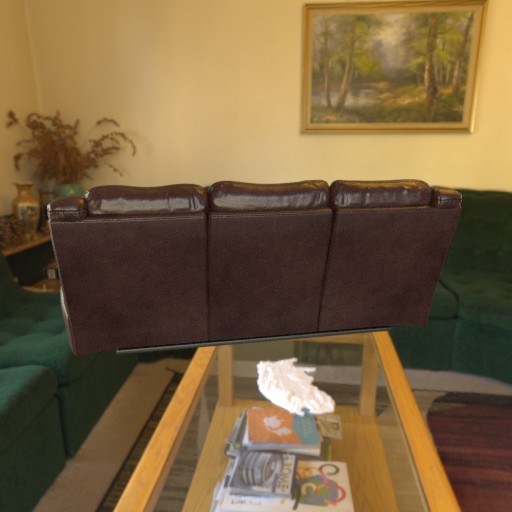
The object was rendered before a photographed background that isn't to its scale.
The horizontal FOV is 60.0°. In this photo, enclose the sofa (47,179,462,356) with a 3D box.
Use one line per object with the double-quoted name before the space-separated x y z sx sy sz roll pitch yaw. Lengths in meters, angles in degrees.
"sofa" 0.000 0.000 2.865 2.337 1.043 0.991 -3 15 -11
